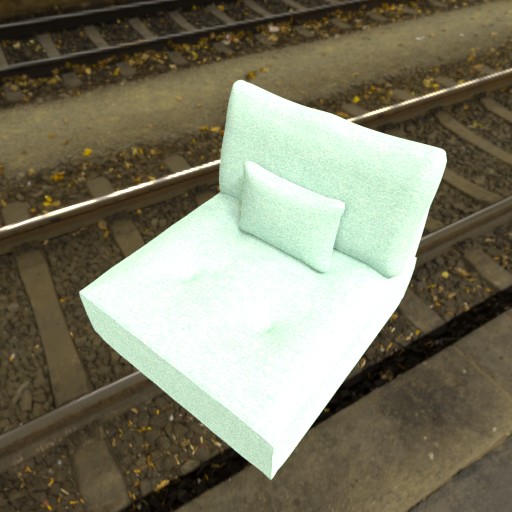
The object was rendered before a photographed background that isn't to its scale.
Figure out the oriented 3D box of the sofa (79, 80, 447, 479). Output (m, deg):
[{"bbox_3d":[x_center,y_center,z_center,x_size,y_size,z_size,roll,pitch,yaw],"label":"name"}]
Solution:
[{"bbox_3d":[0.000,0.000,1.681,0.930,0.820,1.000,29,52,26],"label":"sofa"}]
